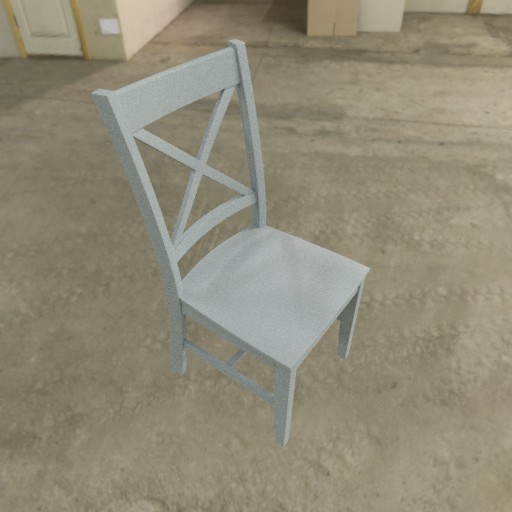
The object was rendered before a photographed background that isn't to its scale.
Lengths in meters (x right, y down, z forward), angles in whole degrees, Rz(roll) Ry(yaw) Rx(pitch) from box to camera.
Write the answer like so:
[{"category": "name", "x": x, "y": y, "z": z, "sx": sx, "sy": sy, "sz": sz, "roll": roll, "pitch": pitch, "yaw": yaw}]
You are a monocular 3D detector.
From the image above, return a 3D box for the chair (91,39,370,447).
[{"category": "chair", "x": 0.000, "y": 0.000, "z": 1.280, "sx": 0.542, "sy": 0.983, "sz": 0.485, "roll": 26, "pitch": 47, "yaw": 27}]
